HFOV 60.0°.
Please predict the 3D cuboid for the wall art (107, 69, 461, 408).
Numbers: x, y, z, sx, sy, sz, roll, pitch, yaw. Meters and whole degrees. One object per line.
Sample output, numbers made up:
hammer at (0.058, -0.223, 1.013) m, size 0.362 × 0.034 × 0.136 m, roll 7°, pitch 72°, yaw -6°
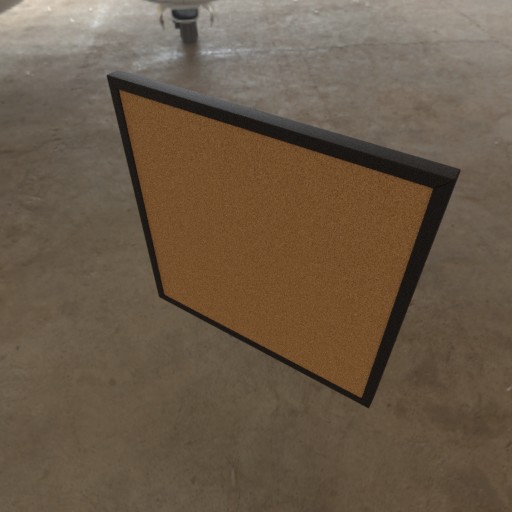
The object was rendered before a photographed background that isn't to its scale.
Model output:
wall art at (0.000, 0.000, 1.119) m, size 0.763 × 0.763 × 0.037 m, roll 24°, pitch 49°, yaw 22°
